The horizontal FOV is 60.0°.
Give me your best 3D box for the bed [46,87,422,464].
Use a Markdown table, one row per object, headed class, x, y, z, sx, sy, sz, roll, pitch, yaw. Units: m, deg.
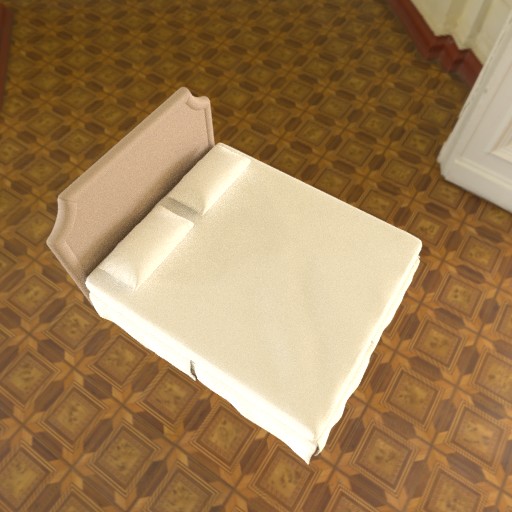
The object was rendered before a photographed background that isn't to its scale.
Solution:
| class | x | y | z | sx | sy | sz | roll | pitch | yaw |
| --- | --- | --- | --- | --- | --- | --- | --- | --- | --- |
| bed | 0.000 | 0.000 | 4.188 | 2.773 | 1.590 | 2.350 | 29 | 63 | 17 |
